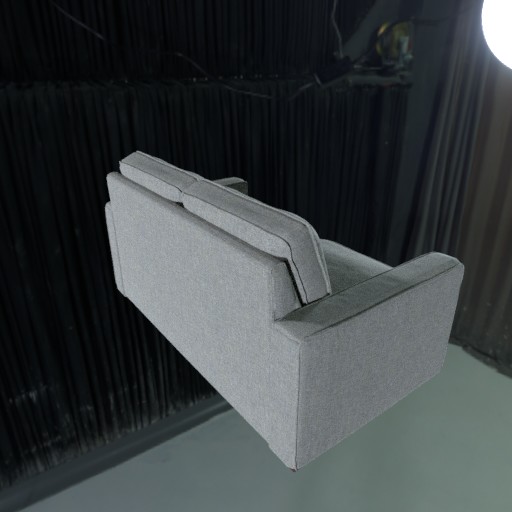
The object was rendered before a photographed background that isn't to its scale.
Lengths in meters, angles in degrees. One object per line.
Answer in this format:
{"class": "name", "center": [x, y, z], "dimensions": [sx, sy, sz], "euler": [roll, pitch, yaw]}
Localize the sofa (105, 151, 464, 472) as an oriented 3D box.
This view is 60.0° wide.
{"class": "sofa", "center": [0.000, 0.000, 2.245], "dimensions": [0.945, 0.915, 1.706], "euler": [-18, 31, -33]}
